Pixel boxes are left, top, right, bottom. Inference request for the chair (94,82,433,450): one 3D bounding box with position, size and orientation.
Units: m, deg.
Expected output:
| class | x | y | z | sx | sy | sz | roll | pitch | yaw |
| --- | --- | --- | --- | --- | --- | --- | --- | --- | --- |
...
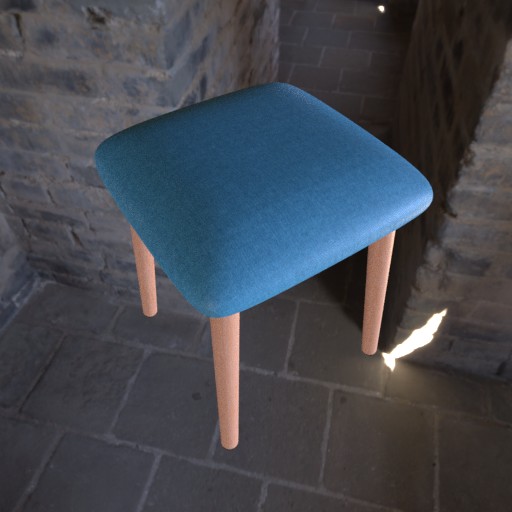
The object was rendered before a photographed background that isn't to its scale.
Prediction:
| class | x | y | z | sx | sy | sz | roll | pitch | yaw |
| --- | --- | --- | --- | --- | --- | --- | --- | --- | --- |
| chair | 0.000 | 0.000 | 0.725 | 0.360 | 0.450 | 0.360 | -26 | 53 | -22 |
